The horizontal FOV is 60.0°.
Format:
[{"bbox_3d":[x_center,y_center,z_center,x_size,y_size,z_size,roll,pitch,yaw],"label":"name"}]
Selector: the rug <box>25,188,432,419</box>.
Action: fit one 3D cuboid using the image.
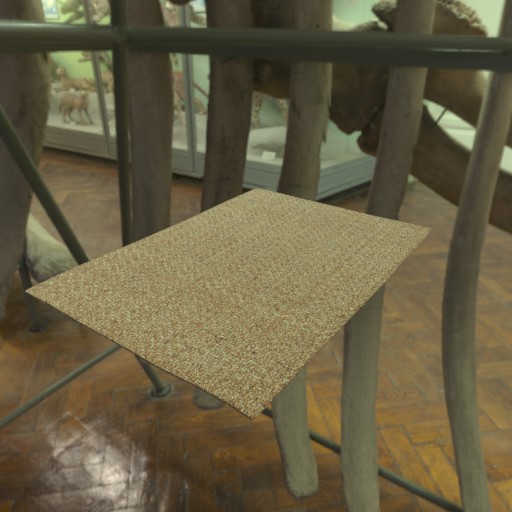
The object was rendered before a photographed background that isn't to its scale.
[{"bbox_3d":[0.000,0.000,2.762,1.566,0.013,2.141,18,32,31],"label":"rug"}]
